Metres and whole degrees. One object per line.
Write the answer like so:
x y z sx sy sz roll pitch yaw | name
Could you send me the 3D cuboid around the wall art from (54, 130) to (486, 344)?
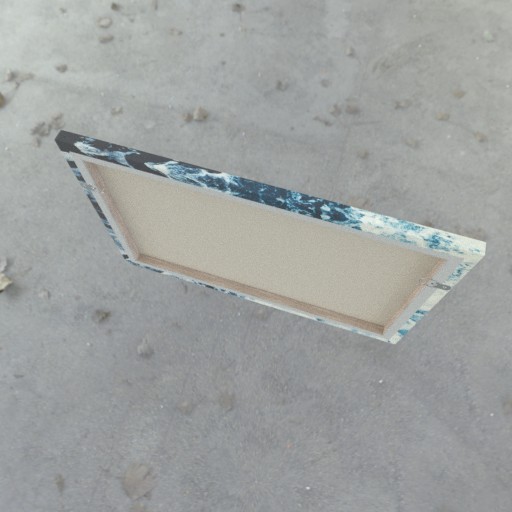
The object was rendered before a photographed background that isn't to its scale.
0.000 0.000 1.955 1.524 1.017 0.055 16 64 8 | wall art
